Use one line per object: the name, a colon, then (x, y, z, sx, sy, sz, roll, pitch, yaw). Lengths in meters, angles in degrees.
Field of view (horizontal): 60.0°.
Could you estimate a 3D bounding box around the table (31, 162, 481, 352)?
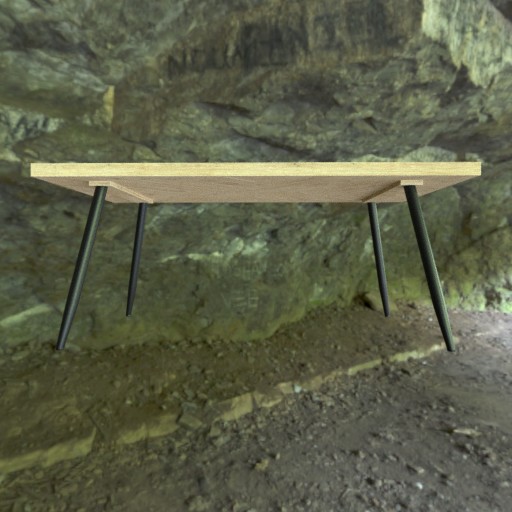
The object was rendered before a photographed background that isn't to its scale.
table: (0.000, 0.000, 2.276, 1.803, 0.762, 0.991, 0, 1, 1)
